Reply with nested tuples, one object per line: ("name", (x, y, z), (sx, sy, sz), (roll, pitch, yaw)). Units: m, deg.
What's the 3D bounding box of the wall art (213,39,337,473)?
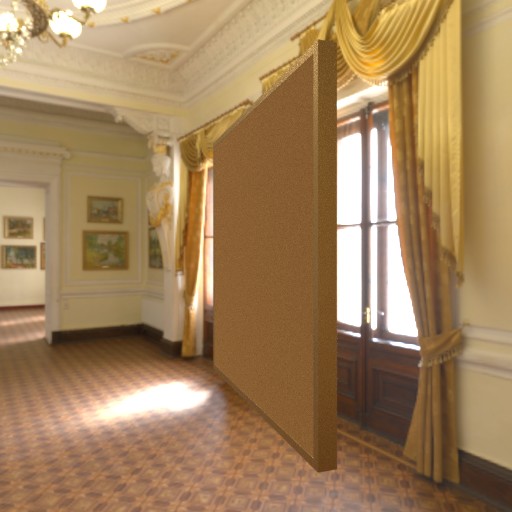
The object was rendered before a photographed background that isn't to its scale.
("wall art", (0.000, 0.000, 1.144), (0.038, 0.762, 0.762), (0, 0, -19))
